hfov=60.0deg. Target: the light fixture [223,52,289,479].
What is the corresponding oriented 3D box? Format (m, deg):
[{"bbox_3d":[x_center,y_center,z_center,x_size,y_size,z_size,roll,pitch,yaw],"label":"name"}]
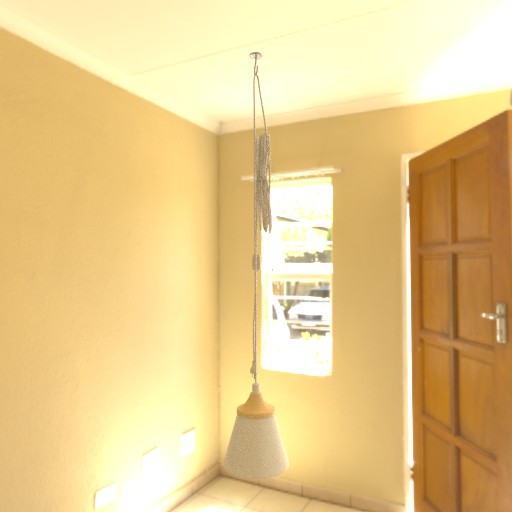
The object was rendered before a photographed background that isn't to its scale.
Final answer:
[{"bbox_3d":[0.000,0.000,1.048,0.153,0.966,0.153,-1,-2,18],"label":"light fixture"}]
